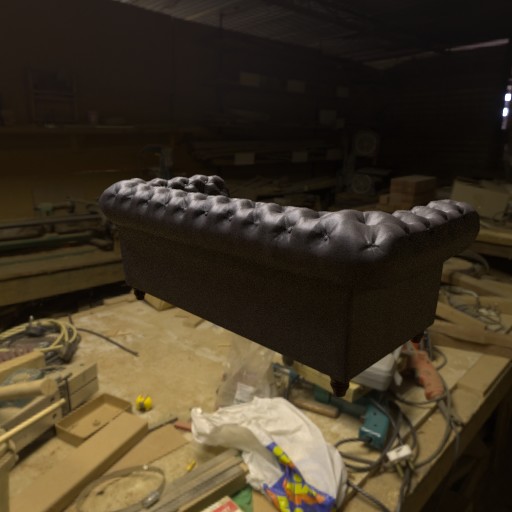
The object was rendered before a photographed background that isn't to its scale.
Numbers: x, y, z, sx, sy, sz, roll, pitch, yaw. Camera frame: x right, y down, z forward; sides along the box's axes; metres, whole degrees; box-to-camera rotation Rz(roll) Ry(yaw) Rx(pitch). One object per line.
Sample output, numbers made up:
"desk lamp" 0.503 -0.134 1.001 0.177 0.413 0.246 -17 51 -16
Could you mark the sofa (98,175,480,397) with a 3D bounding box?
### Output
"sofa" 0.000 0.000 2.495 2.048 0.779 0.944 15 21 43
